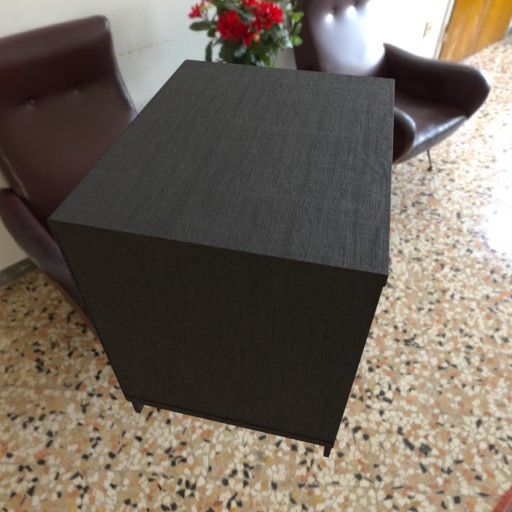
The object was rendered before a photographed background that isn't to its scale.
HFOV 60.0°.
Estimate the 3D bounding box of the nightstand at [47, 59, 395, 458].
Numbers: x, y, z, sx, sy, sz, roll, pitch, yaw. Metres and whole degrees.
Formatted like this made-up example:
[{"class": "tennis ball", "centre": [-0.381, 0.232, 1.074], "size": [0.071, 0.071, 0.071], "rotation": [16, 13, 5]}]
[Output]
[{"class": "nightstand", "centre": [0.000, 0.000, 0.735], "size": [0.347, 0.448, 0.427], "rotation": [9, 46, 9]}]
